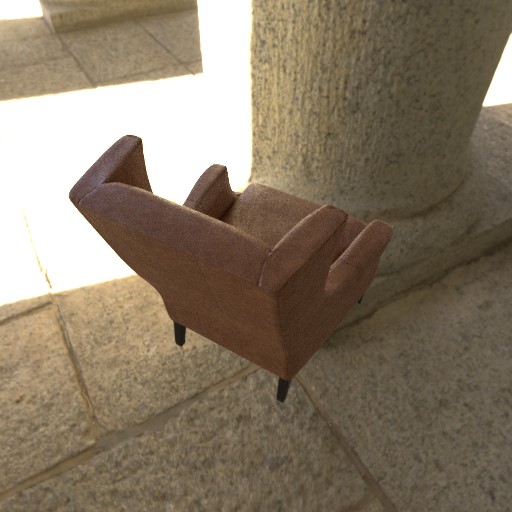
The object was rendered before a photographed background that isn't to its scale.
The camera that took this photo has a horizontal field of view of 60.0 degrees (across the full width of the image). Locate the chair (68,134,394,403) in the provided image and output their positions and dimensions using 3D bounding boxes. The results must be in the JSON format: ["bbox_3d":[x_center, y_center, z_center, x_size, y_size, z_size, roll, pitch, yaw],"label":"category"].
[{"bbox_3d":[0.000,0.000,1.710,0.853,1.016,0.926,23,50,21],"label":"chair"}]
